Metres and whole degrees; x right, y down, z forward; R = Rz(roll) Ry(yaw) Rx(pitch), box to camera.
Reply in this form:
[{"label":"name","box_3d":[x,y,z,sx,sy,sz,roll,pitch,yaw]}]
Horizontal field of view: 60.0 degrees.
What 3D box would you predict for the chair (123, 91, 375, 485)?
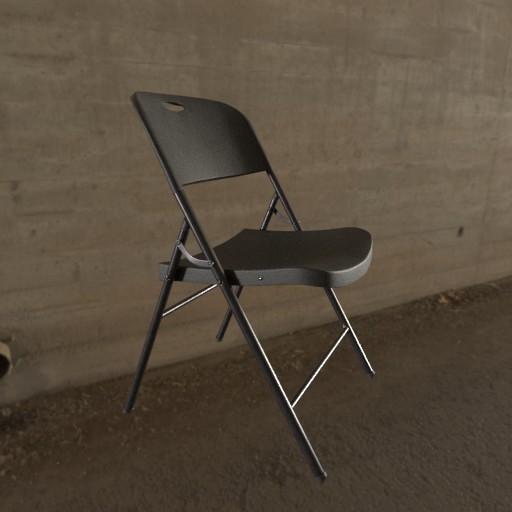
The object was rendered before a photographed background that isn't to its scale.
[{"label":"chair","box_3d":[0.000,0.000,1.151,0.566,0.810,0.494,8,18,26]}]
